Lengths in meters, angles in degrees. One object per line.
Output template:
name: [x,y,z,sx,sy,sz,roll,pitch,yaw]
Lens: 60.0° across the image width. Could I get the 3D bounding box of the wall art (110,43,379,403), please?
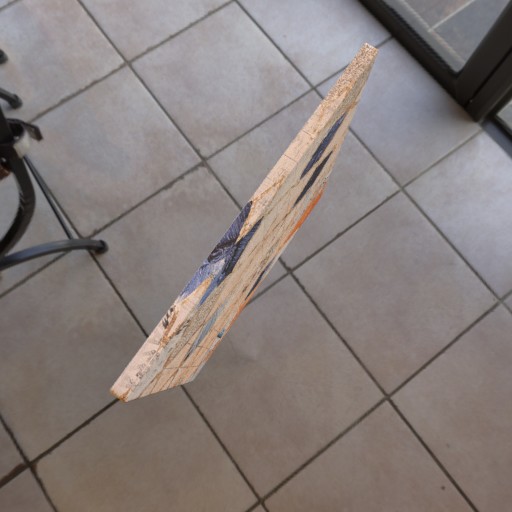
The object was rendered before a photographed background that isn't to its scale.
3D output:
wall art: [0.000,0.000,1.344,0.039,0.914,0.912,34,79,8]
